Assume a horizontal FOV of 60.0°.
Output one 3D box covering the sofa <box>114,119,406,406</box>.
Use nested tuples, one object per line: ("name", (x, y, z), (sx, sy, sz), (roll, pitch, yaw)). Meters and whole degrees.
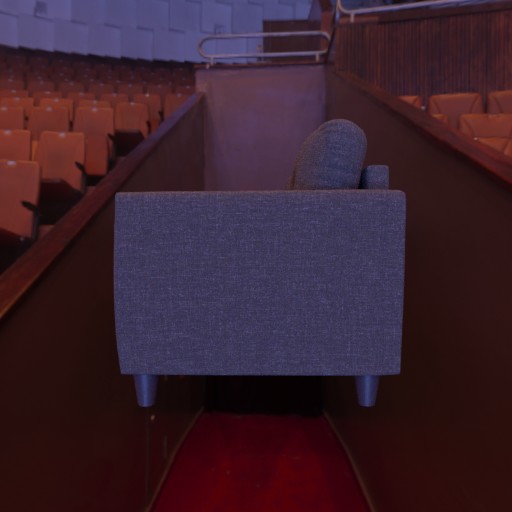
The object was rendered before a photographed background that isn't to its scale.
("sofa", (0.000, 0.000, 1.953), (0.851, 0.885, 1.423), (0, 1, 0))
